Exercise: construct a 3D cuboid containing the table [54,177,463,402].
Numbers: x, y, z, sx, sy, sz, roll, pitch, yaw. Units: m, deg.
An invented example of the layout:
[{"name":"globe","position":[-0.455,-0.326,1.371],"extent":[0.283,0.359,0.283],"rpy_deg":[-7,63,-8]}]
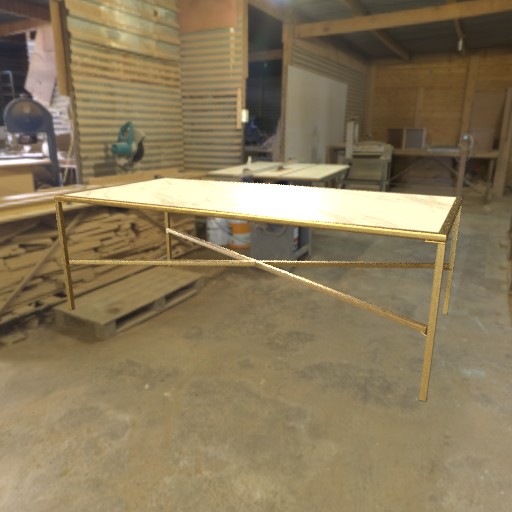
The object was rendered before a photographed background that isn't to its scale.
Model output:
[{"name":"table","position":[0.000,0.000,1.493],"extent":[1.197,0.405,0.577],"rpy_deg":[8,18,26]}]
